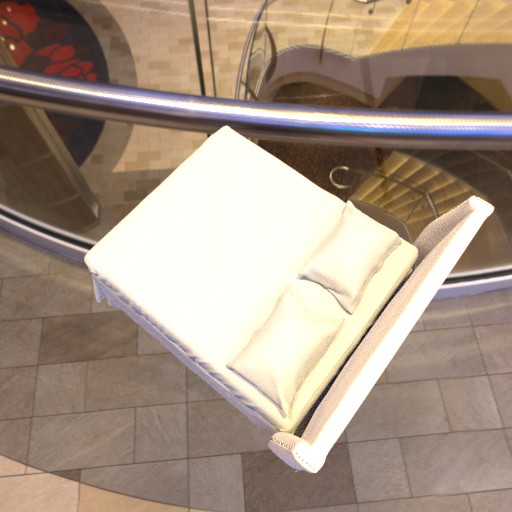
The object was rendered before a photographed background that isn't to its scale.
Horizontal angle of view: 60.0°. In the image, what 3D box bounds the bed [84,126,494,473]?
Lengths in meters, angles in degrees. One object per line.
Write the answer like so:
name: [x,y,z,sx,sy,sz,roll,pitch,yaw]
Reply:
bed: [0.000,0.000,3.289,2.276,1.332,1.925,36,70,15]
